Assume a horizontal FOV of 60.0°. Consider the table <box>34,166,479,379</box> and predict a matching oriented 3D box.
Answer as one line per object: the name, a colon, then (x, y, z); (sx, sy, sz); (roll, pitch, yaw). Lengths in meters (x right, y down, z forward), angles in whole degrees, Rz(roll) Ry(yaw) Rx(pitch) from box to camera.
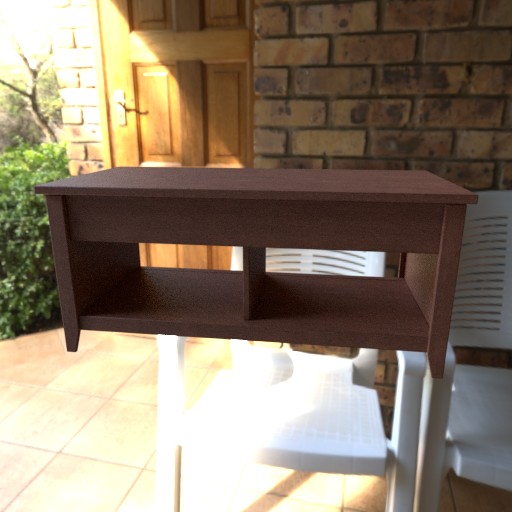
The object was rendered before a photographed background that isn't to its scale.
table: (0.000, 0.000, 1.296); (1.016, 0.457, 0.483); (2, 17, 7)
